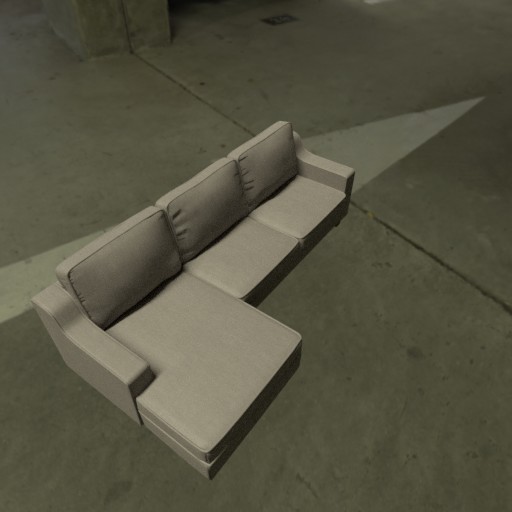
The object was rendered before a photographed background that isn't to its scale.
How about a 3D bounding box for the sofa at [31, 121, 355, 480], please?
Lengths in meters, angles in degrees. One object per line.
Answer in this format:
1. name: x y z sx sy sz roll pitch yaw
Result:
1. sofa: 0.000 0.000 3.151 1.294 0.928 2.561 26 49 26
